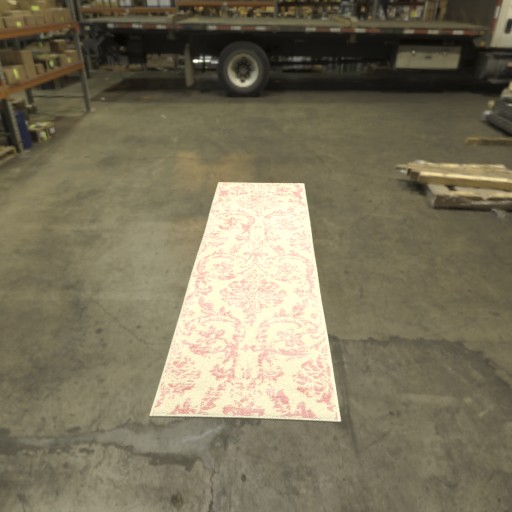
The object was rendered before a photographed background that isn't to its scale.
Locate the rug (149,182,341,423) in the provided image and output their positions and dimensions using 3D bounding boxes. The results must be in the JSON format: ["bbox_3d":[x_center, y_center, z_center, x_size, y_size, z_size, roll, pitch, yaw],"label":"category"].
[{"bbox_3d":[0.000,0.000,2.463,0.662,0.011,2.196,1,31,2],"label":"rug"}]
